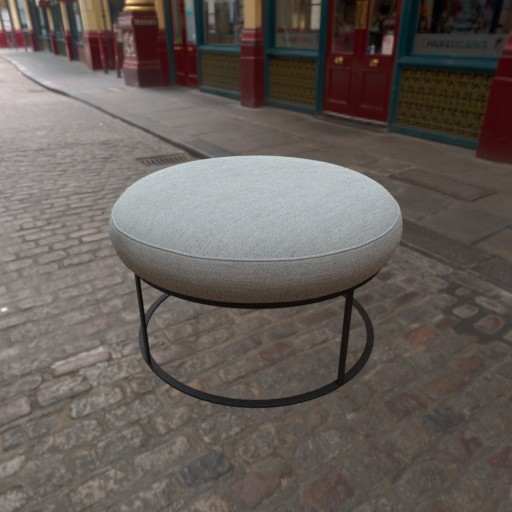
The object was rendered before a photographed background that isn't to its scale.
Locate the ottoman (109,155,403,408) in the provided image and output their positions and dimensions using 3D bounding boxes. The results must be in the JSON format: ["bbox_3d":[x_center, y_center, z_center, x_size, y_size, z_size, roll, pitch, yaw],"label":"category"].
[{"bbox_3d":[0.000,0.000,1.268,0.769,0.459,0.769,0,26,0],"label":"ottoman"}]
